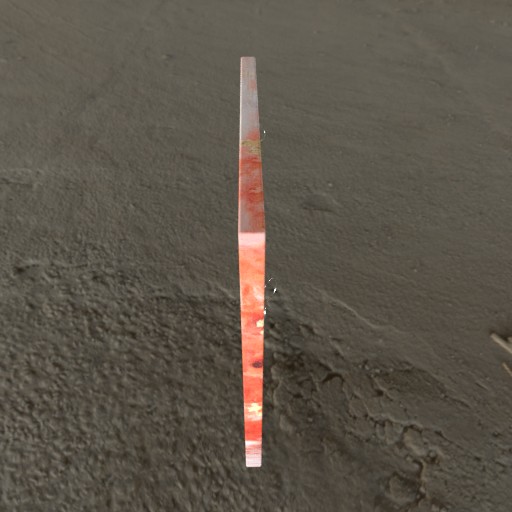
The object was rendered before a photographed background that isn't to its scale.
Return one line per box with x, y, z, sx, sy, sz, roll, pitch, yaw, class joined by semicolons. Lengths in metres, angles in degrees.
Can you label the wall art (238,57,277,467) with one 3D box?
0.000;0.000;1.137;0.064;0.746;0.747;-1;42;-1;wall art
